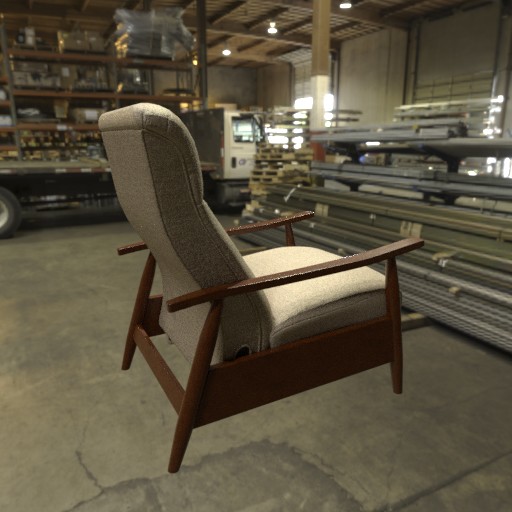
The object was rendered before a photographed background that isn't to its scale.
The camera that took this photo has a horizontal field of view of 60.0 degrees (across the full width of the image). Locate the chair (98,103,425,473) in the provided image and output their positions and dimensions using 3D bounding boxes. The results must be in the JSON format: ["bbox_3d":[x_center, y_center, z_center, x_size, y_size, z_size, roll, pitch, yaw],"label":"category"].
[{"bbox_3d":[0.000,0.000,1.742,1.014,1.082,0.762,-8,17,-27],"label":"chair"}]
